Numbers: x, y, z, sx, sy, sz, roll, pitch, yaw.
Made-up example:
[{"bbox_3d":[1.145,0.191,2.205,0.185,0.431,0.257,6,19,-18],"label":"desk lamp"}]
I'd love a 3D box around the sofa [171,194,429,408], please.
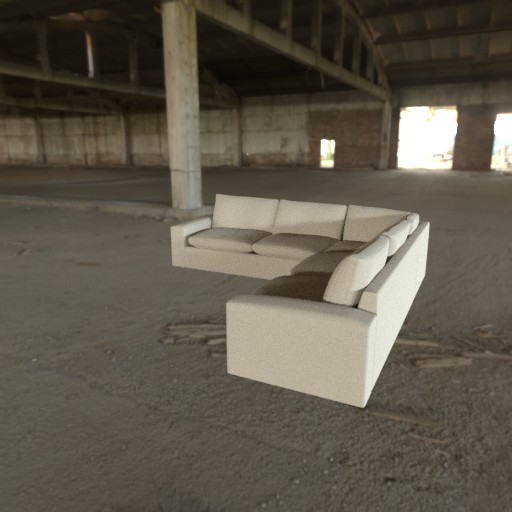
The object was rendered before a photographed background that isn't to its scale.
[{"bbox_3d":[0.000,0.000,4.635,3.066,0.918,3.206,7,15,26],"label":"sofa"}]
